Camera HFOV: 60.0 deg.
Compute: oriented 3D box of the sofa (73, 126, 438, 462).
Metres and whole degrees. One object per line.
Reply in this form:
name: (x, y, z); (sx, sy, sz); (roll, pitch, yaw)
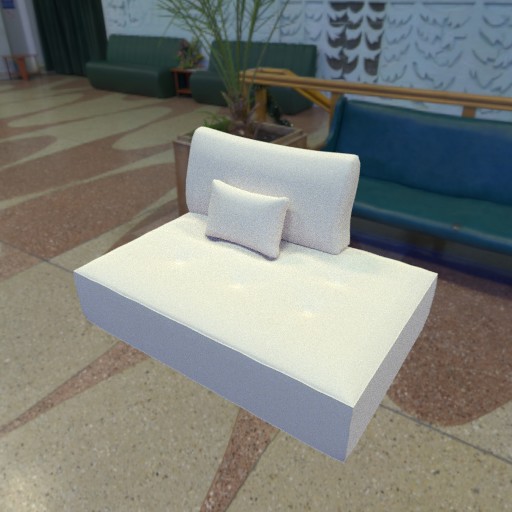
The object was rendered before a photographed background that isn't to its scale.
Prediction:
sofa: (0.000, 0.000, 2.074); (1.450, 0.820, 1.000); (19, 35, 30)
